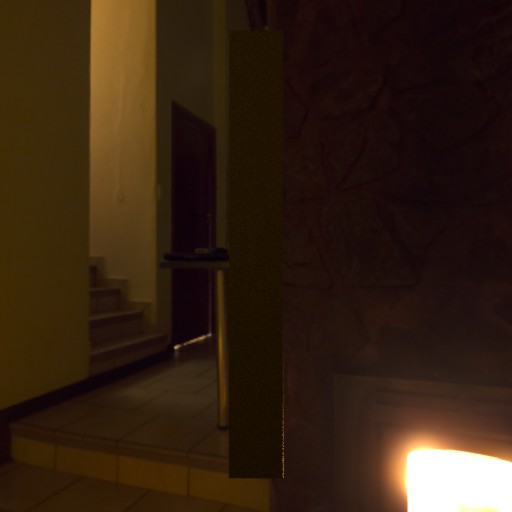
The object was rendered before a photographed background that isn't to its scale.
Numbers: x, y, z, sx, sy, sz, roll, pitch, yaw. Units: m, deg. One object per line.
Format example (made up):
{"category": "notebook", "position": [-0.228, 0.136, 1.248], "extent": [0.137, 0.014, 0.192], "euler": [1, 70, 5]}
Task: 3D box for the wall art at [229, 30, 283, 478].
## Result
{"category": "wall art", "position": [0.000, 0.000, 0.451], "extent": [0.037, 0.303, 0.304], "euler": [0, -1, 0]}
